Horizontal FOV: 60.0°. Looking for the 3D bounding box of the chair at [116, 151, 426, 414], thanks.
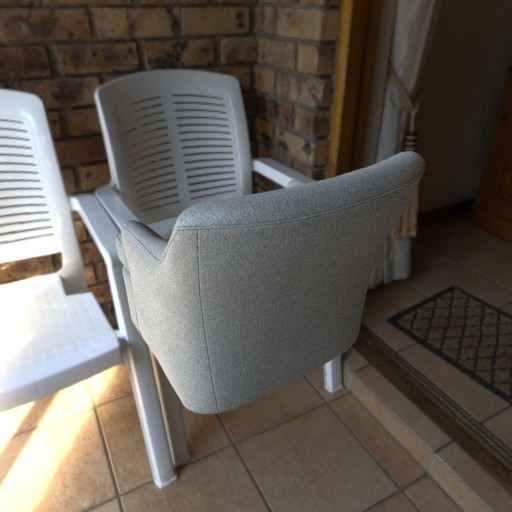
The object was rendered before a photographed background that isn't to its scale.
[{"bbox_3d":[0.000,0.000,1.625,0.864,0.856,0.923,-19,35,-29],"label":"chair"}]
